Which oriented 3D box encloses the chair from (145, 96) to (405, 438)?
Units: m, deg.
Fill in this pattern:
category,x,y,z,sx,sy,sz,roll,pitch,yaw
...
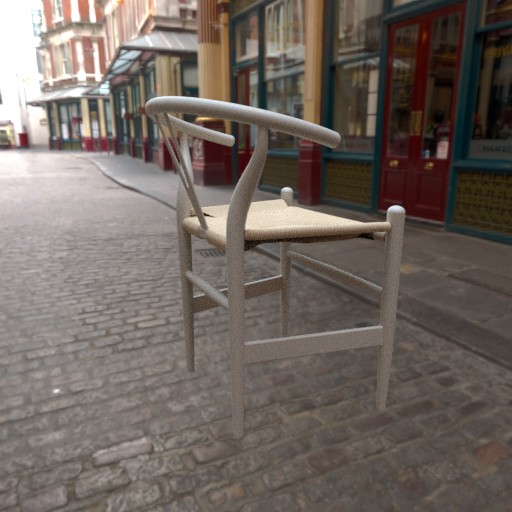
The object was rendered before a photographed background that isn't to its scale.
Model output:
category,x,y,z,sx,sy,sz,roll,pitch,yaw
chair,0.000,0.000,1.121,0.500,0.736,0.533,-7,16,-26
